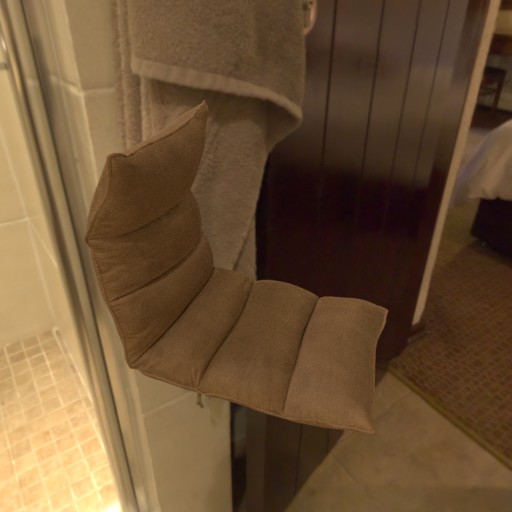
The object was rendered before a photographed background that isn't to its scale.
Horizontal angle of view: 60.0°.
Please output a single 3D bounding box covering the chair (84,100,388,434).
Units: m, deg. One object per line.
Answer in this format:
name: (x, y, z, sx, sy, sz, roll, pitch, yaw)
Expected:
chair: (0.000, 0.000, 1.577, 0.985, 0.892, 0.714, 10, 32, 16)
